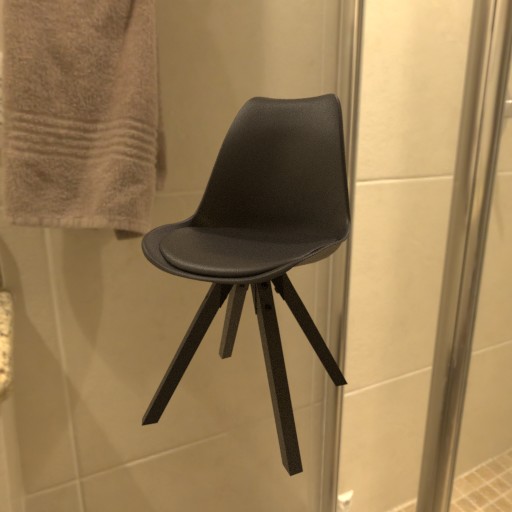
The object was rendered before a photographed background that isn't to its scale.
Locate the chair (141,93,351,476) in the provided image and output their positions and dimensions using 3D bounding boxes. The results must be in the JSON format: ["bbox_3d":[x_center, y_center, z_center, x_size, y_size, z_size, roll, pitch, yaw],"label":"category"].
[{"bbox_3d":[0.000,0.000,1.181,0.485,0.850,0.550,7,16,25],"label":"chair"}]
